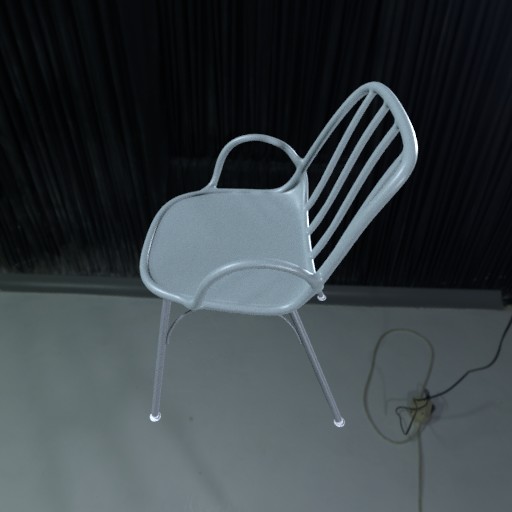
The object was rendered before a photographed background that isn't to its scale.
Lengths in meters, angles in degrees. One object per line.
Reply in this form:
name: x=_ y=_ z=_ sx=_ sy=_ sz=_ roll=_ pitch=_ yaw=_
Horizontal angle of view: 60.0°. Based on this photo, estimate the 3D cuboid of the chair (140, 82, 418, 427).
chair: x=0.000 y=0.000 z=1.163 sx=0.597 sy=0.816 sz=0.549 roll=0 pitch=41 yaw=0
